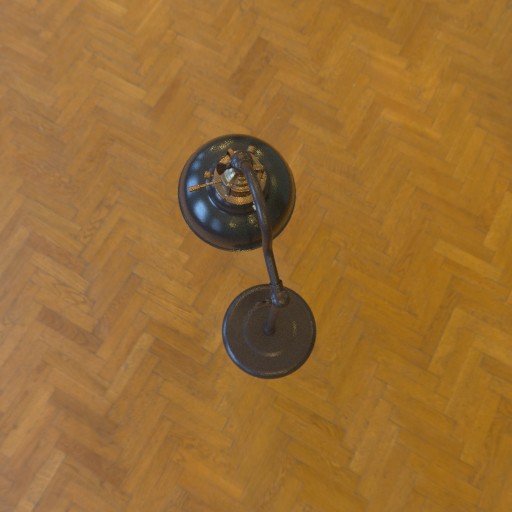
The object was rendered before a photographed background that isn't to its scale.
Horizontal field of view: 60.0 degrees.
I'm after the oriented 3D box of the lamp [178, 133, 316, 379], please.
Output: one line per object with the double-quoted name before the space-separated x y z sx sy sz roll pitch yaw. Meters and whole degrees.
"lamp" 0.000 0.000 0.680 0.192 0.508 0.374 -16 75 -4
